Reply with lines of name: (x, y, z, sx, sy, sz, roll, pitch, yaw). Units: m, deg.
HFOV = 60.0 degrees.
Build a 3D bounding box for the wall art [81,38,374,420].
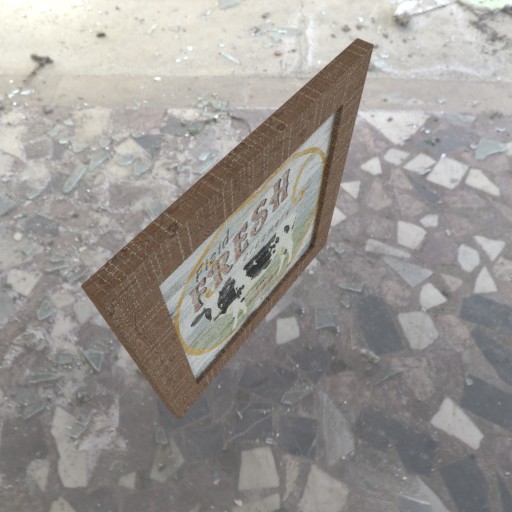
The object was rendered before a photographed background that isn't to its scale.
wall art: (0.000, 0.000, 0.771, 0.029, 0.531, 0.531, 33, 64, 19)
